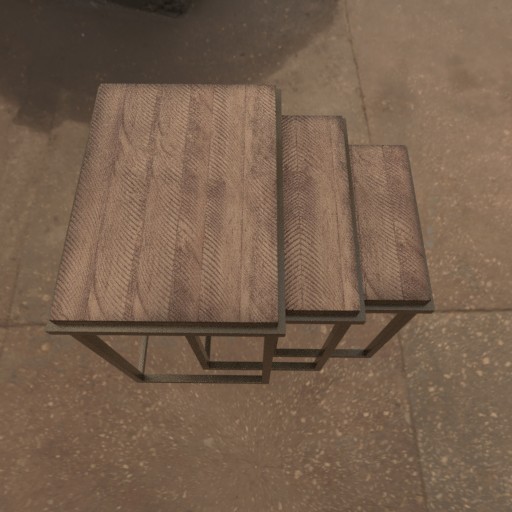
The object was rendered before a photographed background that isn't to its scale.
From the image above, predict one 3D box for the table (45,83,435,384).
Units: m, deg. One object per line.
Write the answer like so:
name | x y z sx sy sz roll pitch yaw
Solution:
table | 0.000 0.000 1.121 0.706 0.610 0.559 1 65 0
